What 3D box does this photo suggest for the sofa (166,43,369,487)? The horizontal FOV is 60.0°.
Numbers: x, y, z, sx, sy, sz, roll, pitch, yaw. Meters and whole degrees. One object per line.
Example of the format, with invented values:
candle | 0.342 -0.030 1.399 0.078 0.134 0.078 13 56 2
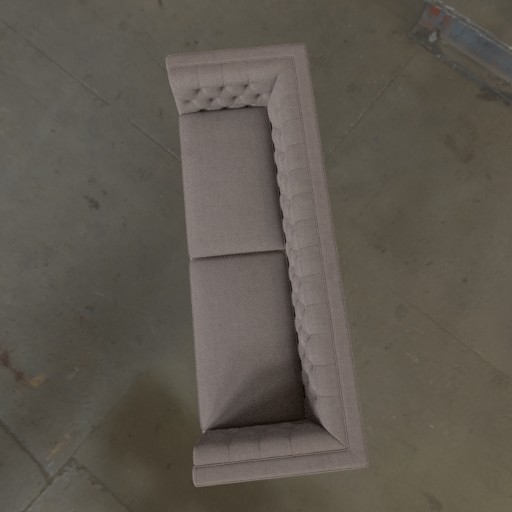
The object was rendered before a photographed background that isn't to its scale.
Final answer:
sofa | 0.000 0.000 2.528 0.775 0.762 2.159 -6 77 -1
